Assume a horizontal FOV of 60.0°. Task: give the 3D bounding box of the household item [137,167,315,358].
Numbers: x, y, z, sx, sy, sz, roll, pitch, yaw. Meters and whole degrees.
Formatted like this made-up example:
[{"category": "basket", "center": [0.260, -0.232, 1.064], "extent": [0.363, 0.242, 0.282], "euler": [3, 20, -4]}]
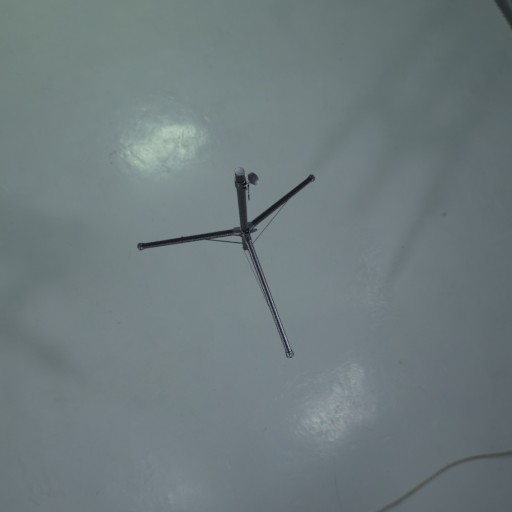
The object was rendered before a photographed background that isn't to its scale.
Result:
[{"category": "household item", "center": [0.000, 0.000, 2.819], "extent": [1.596, 1.595, 1.339], "euler": [-21, 77, -5]}]
